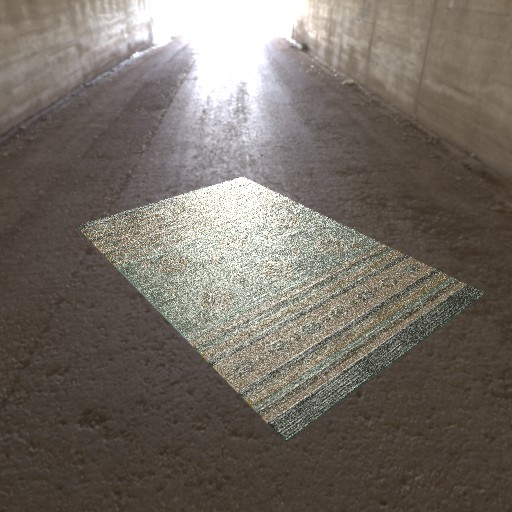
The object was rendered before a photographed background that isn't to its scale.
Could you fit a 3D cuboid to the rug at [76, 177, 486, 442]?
[{"bbox_3d":[0.000,0.000,2.285,1.212,0.010,1.811,-23,38,-32],"label":"rug"}]
